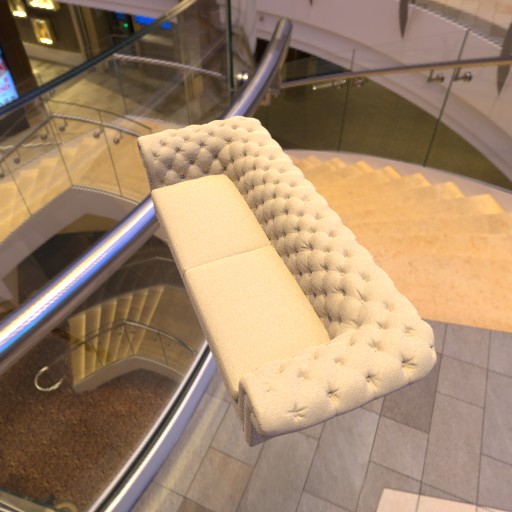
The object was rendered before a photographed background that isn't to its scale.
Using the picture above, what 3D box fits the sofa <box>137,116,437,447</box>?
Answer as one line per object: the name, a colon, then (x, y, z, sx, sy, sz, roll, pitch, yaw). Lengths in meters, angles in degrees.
sofa: (0.000, 0.000, 3.186, 1.076, 0.847, 2.694, -17, 48, -16)
